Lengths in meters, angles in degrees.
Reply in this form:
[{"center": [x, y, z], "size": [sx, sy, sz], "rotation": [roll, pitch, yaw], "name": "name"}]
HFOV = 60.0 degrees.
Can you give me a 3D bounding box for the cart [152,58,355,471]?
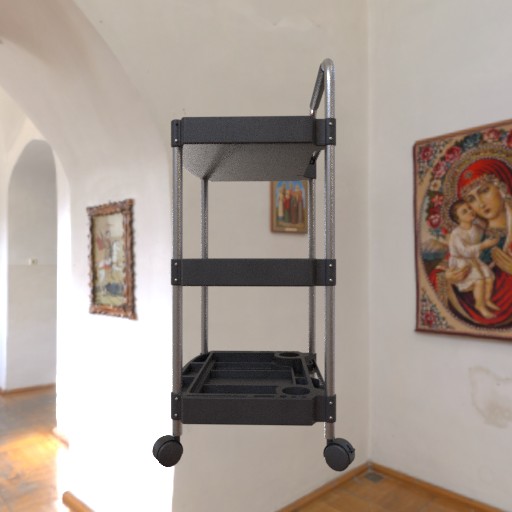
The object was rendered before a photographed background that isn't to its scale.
[{"center": [0.000, 0.000, 1.388], "size": [0.518, 1.075, 0.584], "rotation": [0, 0, 2], "name": "cart"}]
